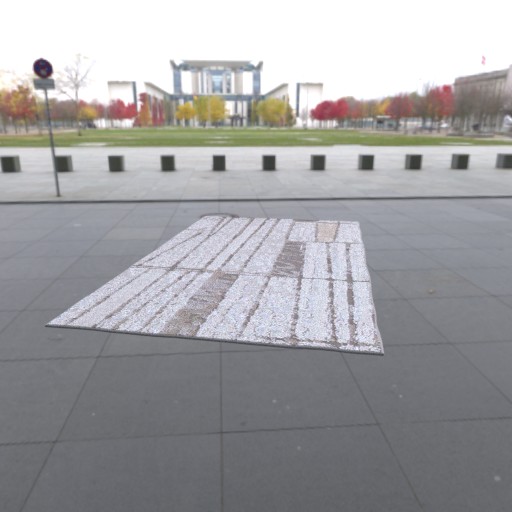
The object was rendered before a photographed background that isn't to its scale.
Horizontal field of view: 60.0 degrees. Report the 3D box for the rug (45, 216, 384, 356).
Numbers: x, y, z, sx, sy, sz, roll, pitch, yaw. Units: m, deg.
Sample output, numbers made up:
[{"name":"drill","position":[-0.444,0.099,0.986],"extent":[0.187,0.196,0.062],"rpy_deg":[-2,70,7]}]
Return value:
[{"name":"rug","position":[0.000,0.000,1.054],"extent":[0.515,0.007,0.867],"rpy_deg":[3,17,10]}]
